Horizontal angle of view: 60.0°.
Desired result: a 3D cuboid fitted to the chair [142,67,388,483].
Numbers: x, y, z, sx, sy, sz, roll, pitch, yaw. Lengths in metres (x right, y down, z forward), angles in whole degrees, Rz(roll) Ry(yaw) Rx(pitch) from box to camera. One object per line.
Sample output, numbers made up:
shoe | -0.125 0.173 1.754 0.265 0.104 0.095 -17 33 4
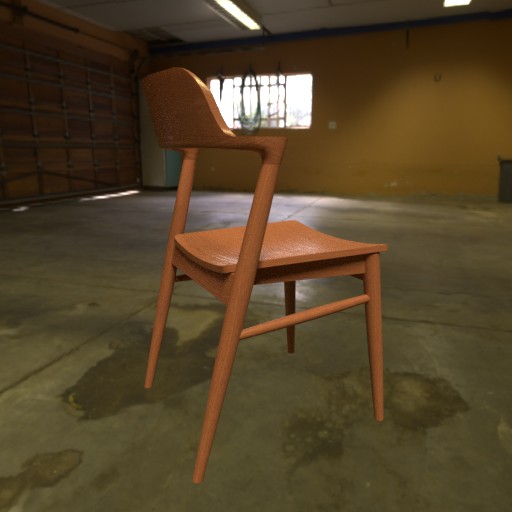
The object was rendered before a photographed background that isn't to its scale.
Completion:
chair | 0.000 0.000 1.097 0.499 0.801 0.496 -7 15 -26
